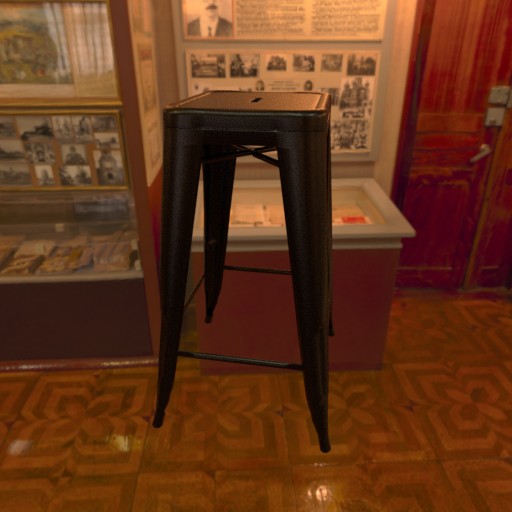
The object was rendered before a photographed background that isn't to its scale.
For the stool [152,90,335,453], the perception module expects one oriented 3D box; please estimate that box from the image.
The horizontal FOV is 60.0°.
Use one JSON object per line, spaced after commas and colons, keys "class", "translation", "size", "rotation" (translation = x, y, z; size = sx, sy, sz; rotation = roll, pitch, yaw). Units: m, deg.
{"class": "stool", "translation": [0.000, 0.000, 0.903], "size": [0.423, 0.609, 0.455], "rotation": [0, 26, -1]}
